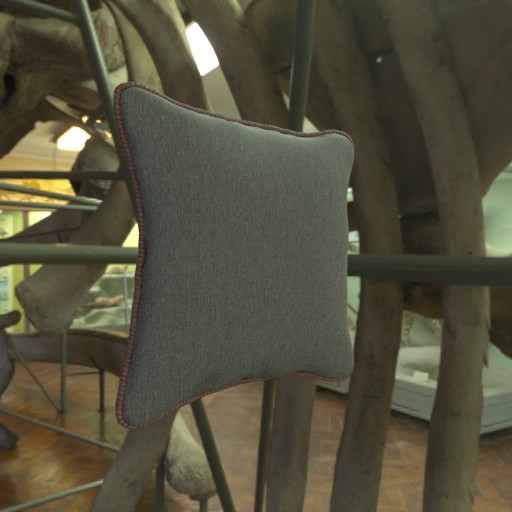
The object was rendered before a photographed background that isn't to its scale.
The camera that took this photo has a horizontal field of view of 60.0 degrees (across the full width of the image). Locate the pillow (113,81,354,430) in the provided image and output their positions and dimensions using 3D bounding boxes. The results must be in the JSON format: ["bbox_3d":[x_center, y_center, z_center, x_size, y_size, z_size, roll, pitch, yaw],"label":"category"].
[{"bbox_3d":[0.000,0.000,0.751,0.482,0.491,0.124,0,0,-36],"label":"pillow"}]
